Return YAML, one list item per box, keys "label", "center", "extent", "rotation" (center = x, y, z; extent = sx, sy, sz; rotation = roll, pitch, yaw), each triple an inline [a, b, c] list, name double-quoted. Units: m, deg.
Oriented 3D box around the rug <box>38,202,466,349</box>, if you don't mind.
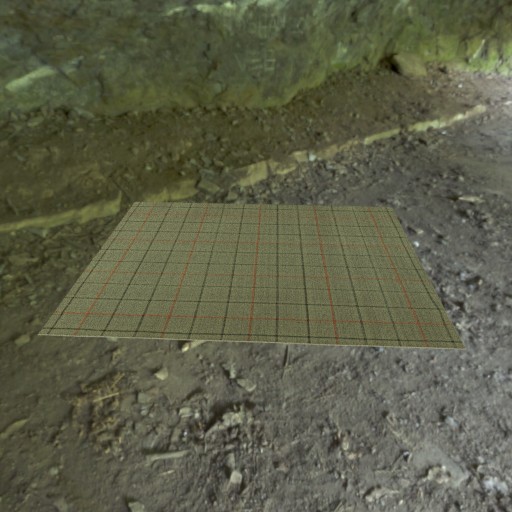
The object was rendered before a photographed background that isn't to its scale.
- label: "rug"
  center: [0.000, 0.000, 4.201]
  extent: [3.048, 0.012, 2.444]
  rotation: [1, 30, 3]
